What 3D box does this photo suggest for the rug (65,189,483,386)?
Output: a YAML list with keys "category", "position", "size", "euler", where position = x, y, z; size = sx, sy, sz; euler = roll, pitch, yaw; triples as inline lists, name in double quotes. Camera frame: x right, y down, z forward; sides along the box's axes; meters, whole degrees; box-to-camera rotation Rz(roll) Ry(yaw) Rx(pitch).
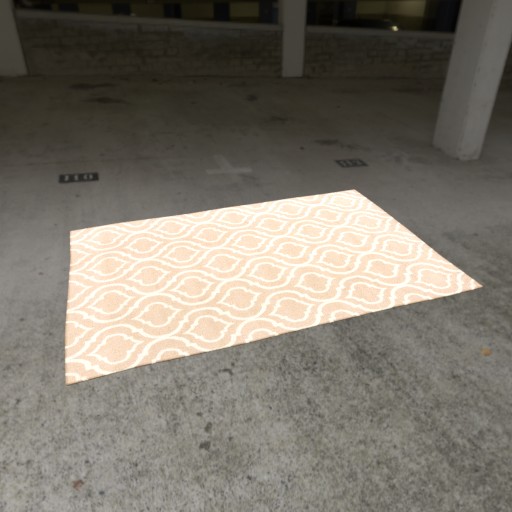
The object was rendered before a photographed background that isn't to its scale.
- category: "rug"
  position: [0.000, 0.000, 2.190]
  size: [1.761, 0.013, 1.152]
  euler: [-10, 33, -16]
